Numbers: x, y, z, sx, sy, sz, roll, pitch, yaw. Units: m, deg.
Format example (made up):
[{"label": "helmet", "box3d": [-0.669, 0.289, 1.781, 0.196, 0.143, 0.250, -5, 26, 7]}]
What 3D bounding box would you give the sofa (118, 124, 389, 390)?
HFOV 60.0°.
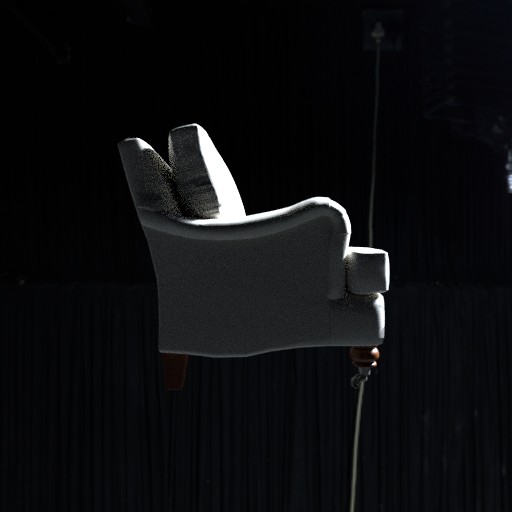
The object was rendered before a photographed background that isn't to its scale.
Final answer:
[{"label": "sofa", "box3d": [0.000, 0.000, 2.761, 1.086, 1.087, 2.159, 0, -1, 0]}]
